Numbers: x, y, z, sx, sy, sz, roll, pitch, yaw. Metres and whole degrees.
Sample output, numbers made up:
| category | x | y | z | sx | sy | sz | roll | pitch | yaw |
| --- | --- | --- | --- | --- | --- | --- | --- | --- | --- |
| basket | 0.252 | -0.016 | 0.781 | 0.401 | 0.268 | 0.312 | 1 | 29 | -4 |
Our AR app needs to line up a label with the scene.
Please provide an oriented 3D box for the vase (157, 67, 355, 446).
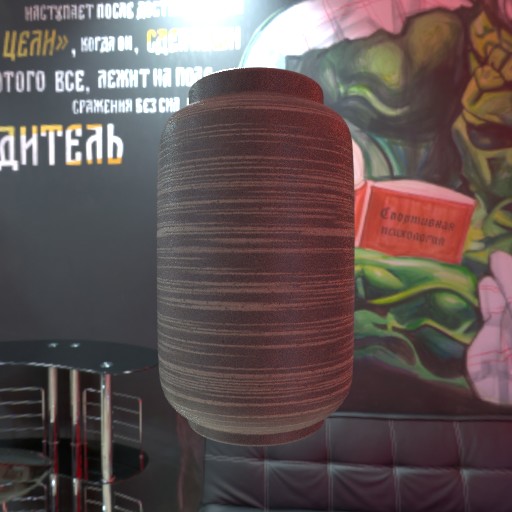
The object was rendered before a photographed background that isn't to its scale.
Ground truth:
| category | x | y | z | sx | sy | sz | roll | pitch | yaw |
| --- | --- | --- | --- | --- | --- | --- | --- | --- | --- |
| vase | 0.000 | 0.000 | 0.681 | 0.297 | 0.499 | 0.297 | 0 | 1 | 0 |
